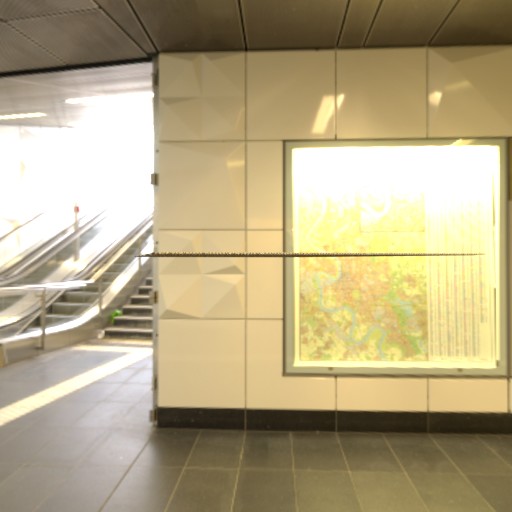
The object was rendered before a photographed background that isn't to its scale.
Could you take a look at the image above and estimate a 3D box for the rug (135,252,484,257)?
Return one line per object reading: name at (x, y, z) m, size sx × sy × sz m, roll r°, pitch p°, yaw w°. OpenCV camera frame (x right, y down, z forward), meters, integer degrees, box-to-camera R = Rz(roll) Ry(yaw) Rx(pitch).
rug at (0.000, 0.000, 3.009) m, size 1.529 × 0.010 × 2.440 m, roll 0°, pitch 0°, yaw -17°
